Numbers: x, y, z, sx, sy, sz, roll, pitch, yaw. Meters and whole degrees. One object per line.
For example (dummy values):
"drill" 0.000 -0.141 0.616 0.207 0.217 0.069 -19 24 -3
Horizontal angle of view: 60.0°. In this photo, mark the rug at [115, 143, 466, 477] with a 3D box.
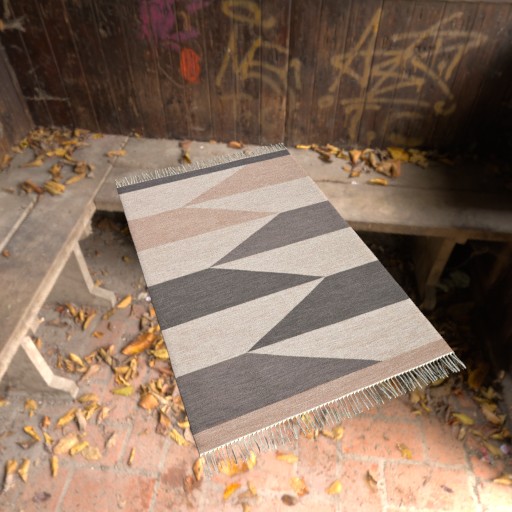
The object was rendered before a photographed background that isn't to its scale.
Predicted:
"rug" 0.000 0.000 2.465 1.224 0.027 2.021 -16 48 -15
